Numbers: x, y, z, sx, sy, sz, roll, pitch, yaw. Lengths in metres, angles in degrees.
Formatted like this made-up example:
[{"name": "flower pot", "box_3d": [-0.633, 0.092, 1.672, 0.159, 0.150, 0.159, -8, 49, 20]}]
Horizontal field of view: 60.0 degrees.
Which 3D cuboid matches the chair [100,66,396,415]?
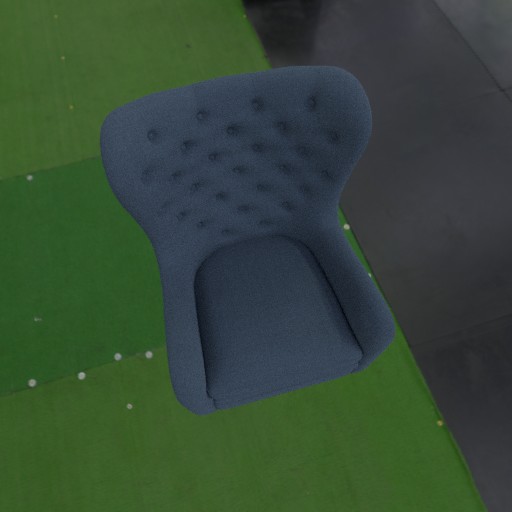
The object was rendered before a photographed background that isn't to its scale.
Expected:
[{"name": "chair", "box_3d": [0.000, 0.000, 1.712, 0.831, 1.079, 0.930, -14, 65, -7]}]
